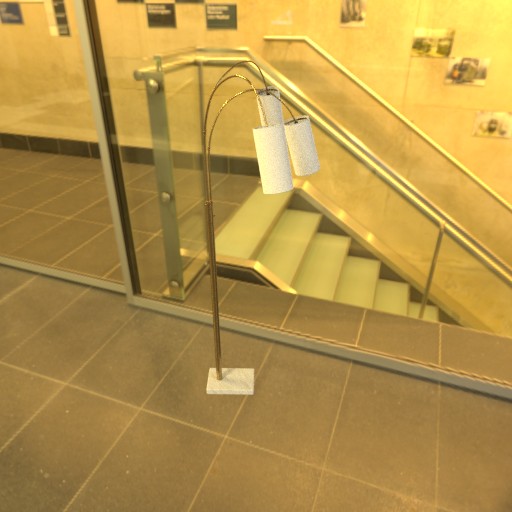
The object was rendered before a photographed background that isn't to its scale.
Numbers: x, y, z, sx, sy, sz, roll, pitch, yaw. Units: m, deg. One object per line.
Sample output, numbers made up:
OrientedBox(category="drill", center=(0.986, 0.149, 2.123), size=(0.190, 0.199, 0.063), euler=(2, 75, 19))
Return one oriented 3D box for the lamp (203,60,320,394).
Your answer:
OrientedBox(category="lamp", center=(0.000, 0.000, 2.598), size=(0.667, 2.055, 1.020), euler=(1, 30, 1))
